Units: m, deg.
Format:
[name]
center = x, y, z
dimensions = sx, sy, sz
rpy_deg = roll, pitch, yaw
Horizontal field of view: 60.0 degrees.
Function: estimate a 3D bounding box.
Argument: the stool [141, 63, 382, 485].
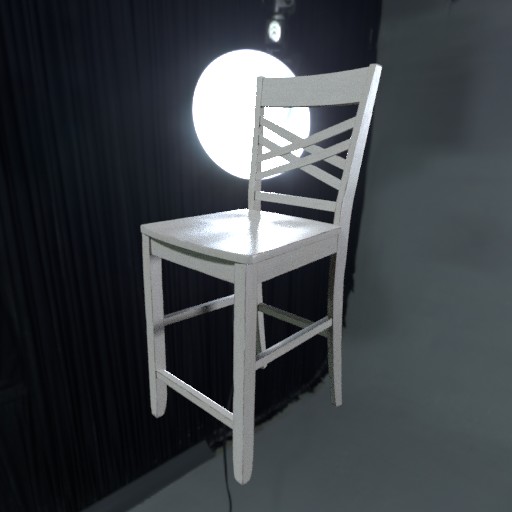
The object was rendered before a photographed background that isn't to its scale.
[stool]
center = 0.000, 0.000, 1.339
dimensions = 0.462, 1.079, 0.539
rpy_deg = 16, 22, 42
